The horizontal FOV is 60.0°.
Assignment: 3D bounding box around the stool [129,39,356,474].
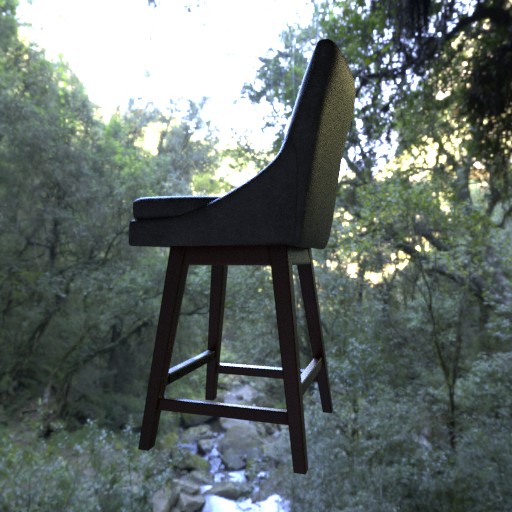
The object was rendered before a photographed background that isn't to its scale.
[{"bbox_3d":[0.000,0.000,1.347,0.587,1.046,0.492,0,0,18],"label":"stool"}]
